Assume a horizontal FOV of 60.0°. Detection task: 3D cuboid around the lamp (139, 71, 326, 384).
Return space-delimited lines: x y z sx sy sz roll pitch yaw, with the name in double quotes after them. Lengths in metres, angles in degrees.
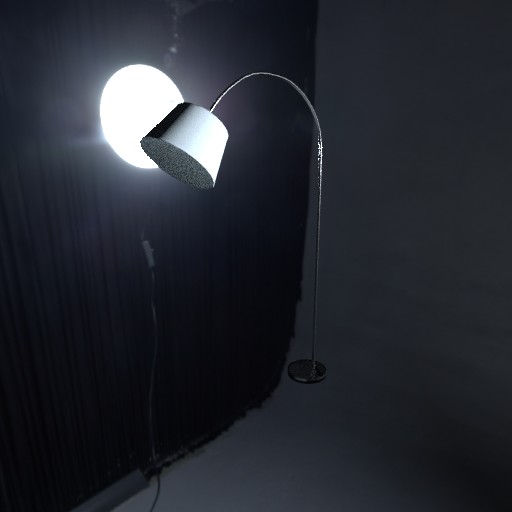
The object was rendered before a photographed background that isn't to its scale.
0.000 0.000 2.692 0.406 2.098 1.445 14 21 40 "lamp"
